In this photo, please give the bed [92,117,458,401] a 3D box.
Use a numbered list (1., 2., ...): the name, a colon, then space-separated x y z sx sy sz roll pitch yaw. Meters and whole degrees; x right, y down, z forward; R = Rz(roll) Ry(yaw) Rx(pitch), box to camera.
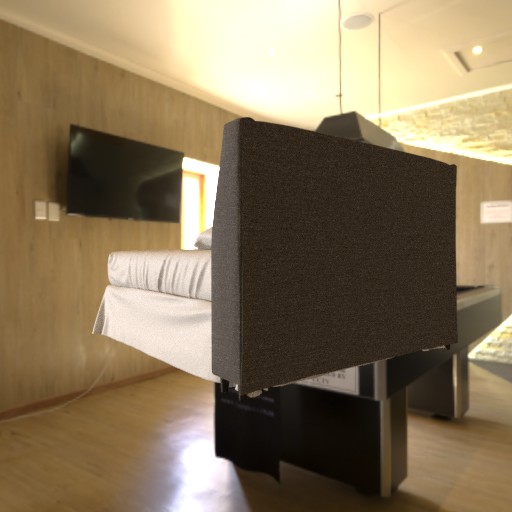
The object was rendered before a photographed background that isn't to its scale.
1. bed: 0.000 0.000 3.475 1.925 1.332 2.276 0 1 -37
